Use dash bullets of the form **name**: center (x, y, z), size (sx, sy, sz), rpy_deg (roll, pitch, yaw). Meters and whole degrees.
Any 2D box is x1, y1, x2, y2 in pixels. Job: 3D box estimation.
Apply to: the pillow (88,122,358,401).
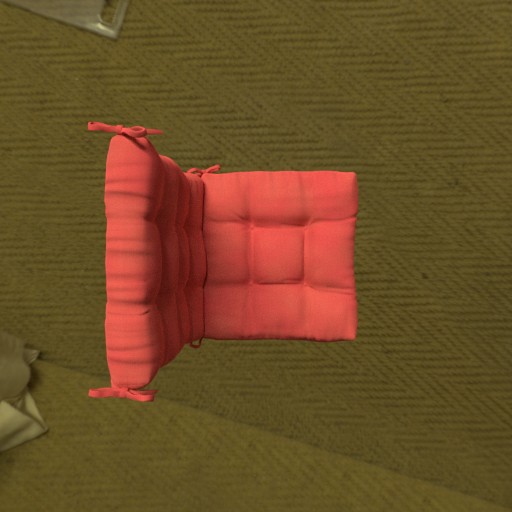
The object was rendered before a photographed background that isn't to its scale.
- **pillow**: center (0.000, 0.000, 1.032), size (0.571, 0.605, 0.519), rpy_deg (0, 91, 1)
